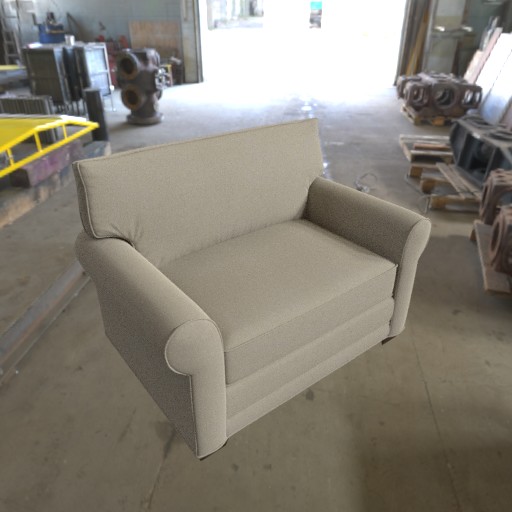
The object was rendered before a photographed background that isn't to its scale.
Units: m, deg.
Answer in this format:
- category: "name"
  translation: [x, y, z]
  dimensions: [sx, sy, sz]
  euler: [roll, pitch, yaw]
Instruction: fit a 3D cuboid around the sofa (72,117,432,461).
- category: "sofa"
  translation: [0.000, 0.000, 2.064]
  dimensions: [1.405, 1.006, 0.937]
  euler: [-21, 35, -32]
